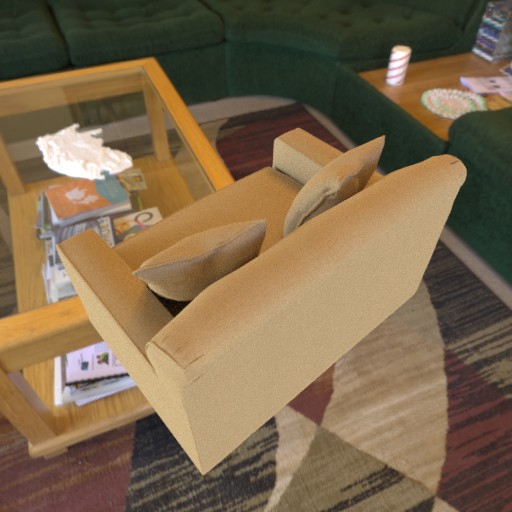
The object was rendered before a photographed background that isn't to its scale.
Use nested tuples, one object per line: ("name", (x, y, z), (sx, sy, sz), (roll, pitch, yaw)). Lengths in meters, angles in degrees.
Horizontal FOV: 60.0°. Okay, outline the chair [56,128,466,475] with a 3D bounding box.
("chair", (0.000, 0.000, 1.974), (1.383, 0.948, 1.000), (-32, 55, -27))
